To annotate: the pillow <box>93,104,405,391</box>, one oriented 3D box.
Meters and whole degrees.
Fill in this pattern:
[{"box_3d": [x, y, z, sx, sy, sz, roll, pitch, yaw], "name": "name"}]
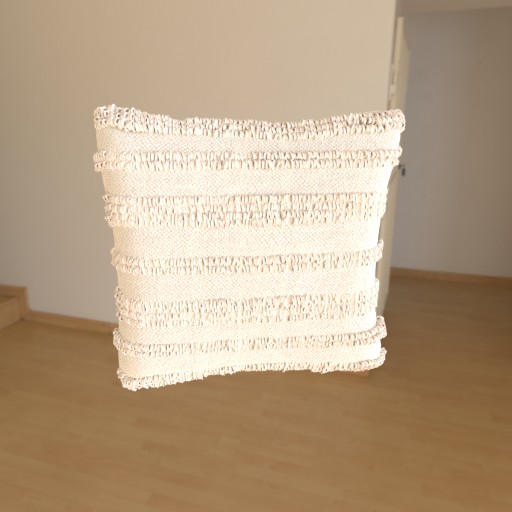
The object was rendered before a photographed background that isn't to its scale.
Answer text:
[{"box_3d": [0.000, 0.000, 0.661, 0.437, 0.427, 0.145, -2, 17, -7], "name": "pillow"}]
